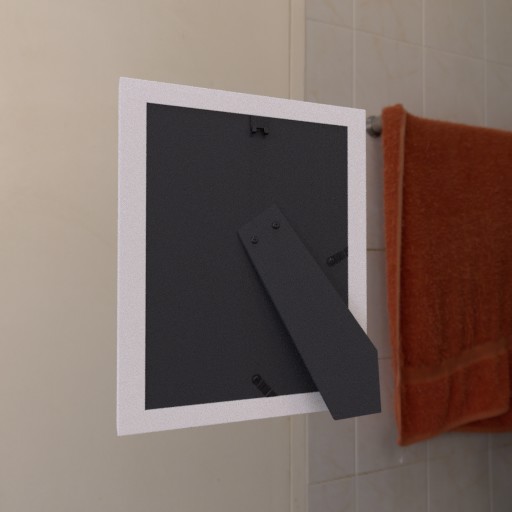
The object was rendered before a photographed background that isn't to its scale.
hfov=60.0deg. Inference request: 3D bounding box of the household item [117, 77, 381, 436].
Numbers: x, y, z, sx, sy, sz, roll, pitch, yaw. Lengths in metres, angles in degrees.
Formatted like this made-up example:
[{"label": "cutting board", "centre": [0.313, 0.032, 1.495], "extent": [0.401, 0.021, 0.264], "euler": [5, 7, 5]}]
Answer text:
[{"label": "household item", "centre": [0.000, 0.000, 0.338], "extent": [0.200, 0.250, 0.045], "euler": [0, -1, -19]}]
